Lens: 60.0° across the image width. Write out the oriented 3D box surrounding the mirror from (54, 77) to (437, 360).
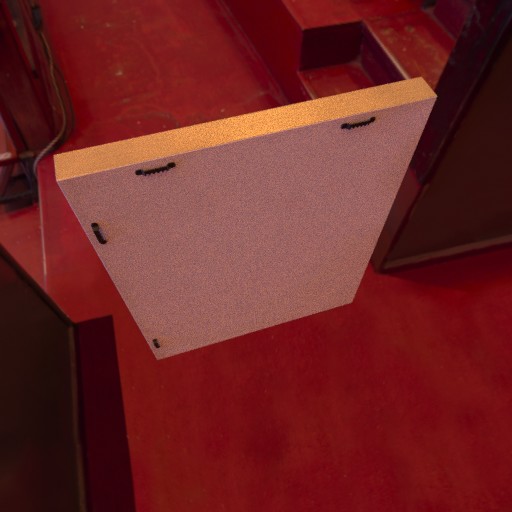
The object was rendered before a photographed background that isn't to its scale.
[{"bbox_3d":[0.000,0.000,0.674,0.406,0.509,0.041,-15,59,-9],"label":"mirror"}]
